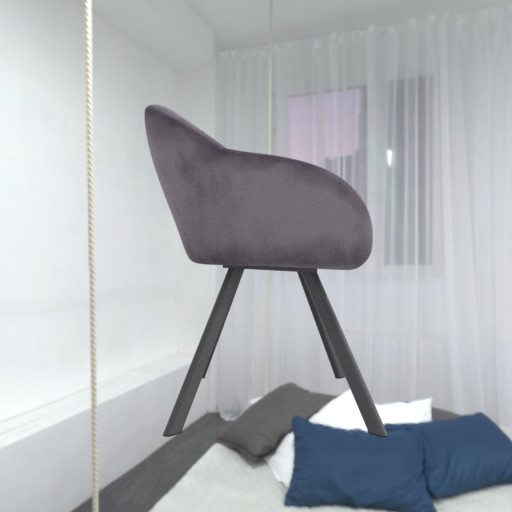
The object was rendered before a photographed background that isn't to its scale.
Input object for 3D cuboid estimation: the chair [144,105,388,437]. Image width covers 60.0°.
[{"bbox_3d":[0.000,0.000,1.220,0.590,0.795,0.550,0,1,0],"label":"chair"}]
